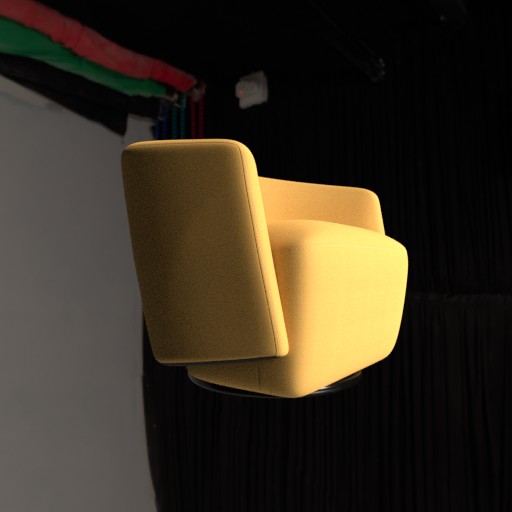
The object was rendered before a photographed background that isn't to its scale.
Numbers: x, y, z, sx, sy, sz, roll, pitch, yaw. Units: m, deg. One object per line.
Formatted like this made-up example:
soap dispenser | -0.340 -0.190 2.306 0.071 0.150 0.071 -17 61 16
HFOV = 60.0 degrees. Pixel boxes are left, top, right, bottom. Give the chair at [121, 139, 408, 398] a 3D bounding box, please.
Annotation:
chair | 0.000 0.000 1.357 0.767 0.698 0.773 -1 -2 36
